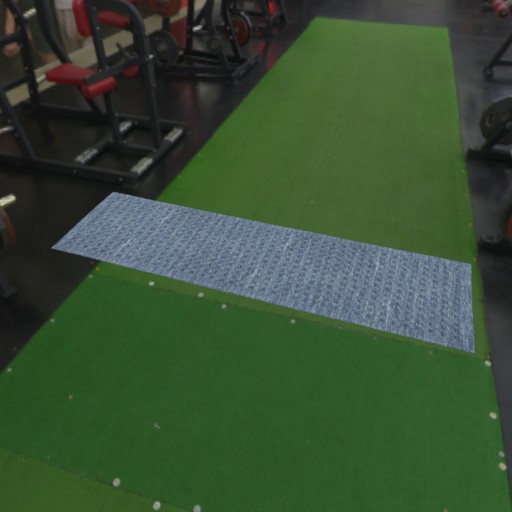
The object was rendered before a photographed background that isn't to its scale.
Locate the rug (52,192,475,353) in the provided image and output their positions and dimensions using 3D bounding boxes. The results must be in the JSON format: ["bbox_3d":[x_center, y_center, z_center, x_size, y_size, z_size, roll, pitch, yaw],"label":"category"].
[{"bbox_3d":[0.000,0.000,2.668,2.443,0.008,0.688,13,41,15],"label":"rug"}]
